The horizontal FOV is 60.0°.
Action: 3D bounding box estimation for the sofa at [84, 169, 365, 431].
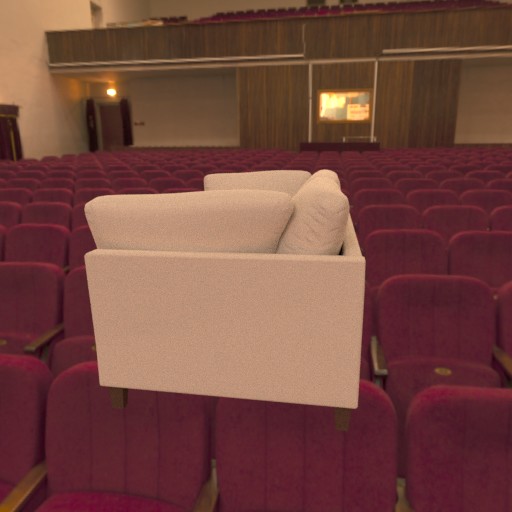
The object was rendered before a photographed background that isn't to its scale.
[{"bbox_3d":[0.000,0.000,2.307,0.970,0.836,1.776,2,13,9],"label":"sofa"}]
